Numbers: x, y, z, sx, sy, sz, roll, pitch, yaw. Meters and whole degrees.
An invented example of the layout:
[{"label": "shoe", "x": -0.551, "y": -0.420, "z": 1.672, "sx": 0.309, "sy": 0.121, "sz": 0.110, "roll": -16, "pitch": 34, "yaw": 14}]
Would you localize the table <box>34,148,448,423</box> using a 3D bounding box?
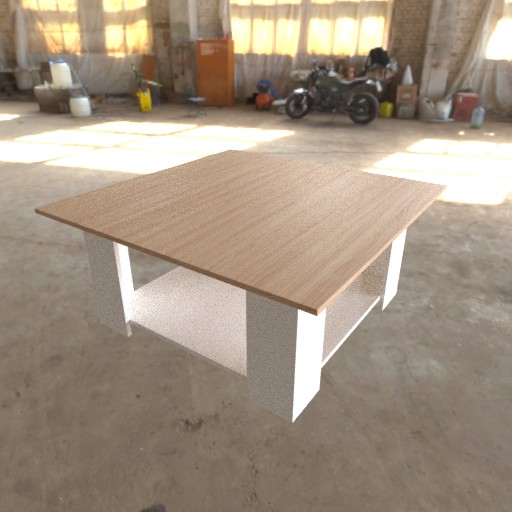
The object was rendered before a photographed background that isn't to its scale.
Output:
[{"label": "table", "x": 0.000, "y": 0.000, "z": 1.073, "sx": 0.670, "sy": 0.305, "sz": 0.670, "roll": 17, "pitch": 31, "yaw": 31}]
